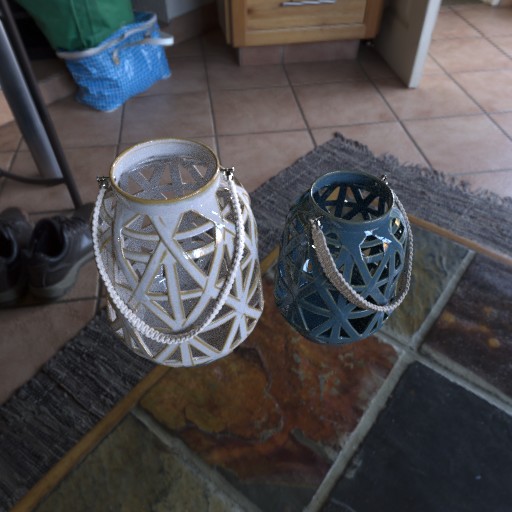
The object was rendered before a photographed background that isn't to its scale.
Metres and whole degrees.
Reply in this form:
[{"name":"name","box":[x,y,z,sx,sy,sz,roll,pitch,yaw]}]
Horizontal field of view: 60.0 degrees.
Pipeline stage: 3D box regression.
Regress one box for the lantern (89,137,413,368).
[{"name":"lantern","box":[0.000,0.000,0.621,0.439,0.307,0.245,-4,47,-4]}]
